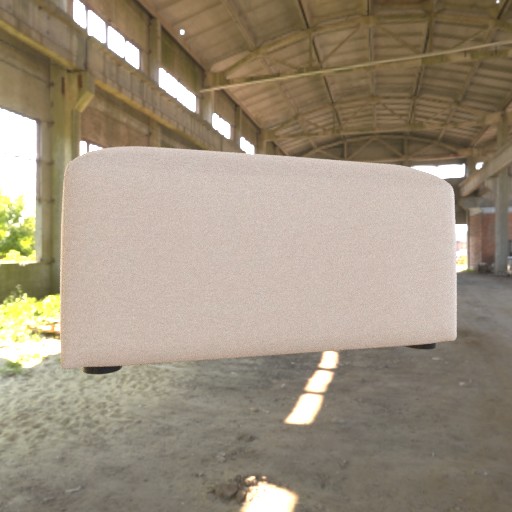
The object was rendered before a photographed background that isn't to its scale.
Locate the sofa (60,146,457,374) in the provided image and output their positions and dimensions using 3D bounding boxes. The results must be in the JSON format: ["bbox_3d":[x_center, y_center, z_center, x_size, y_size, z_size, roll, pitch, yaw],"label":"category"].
[{"bbox_3d":[0.000,0.000,1.196,0.930,0.470,0.480,0,0,-18],"label":"sofa"}]
